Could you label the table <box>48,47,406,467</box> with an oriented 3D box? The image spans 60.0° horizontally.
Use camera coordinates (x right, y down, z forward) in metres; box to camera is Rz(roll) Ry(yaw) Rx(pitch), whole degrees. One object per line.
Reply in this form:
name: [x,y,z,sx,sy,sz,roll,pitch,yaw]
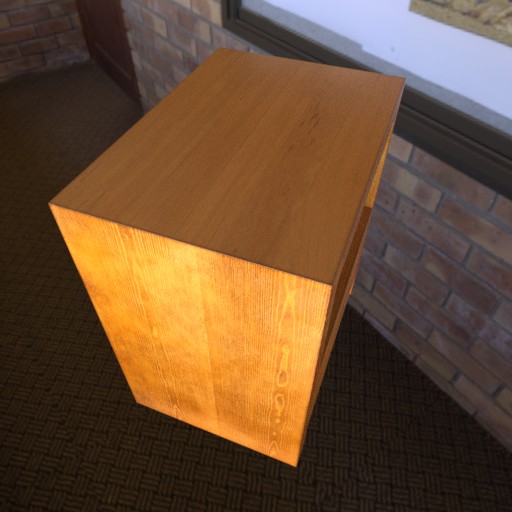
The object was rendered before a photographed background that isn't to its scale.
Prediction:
table: [0.000,0.000,0.942,0.400,0.605,0.550,16,49,14]
